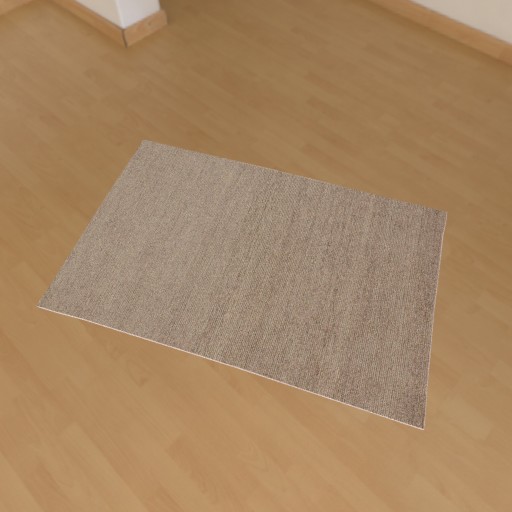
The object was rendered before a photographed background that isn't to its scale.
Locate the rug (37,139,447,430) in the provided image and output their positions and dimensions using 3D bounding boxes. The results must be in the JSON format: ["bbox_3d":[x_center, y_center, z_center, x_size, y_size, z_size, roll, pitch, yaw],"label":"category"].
[{"bbox_3d":[0.000,0.000,2.215,1.792,0.021,1.154,15,59,9],"label":"rug"}]
